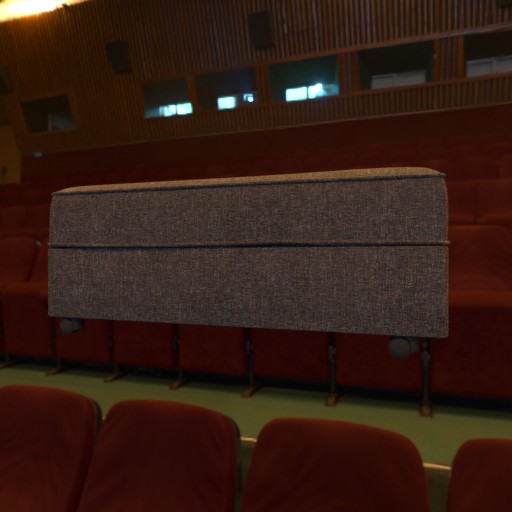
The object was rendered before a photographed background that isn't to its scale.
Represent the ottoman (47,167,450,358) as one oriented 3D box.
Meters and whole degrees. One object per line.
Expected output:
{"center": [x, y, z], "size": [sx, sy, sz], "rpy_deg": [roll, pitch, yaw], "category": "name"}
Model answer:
{"center": [0.000, 0.000, 1.526], "size": [1.184, 0.487, 0.717], "rpy_deg": [0, 0, 19], "category": "ottoman"}
